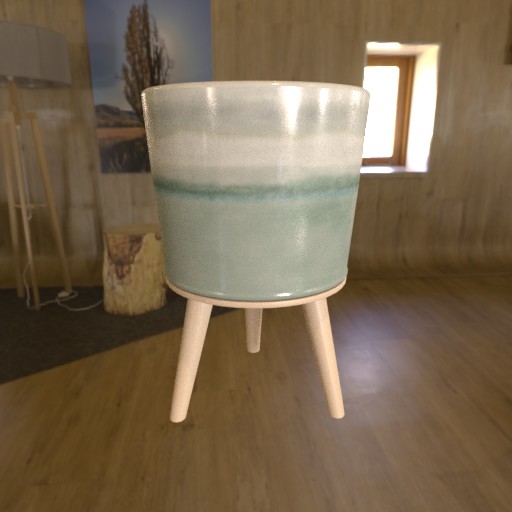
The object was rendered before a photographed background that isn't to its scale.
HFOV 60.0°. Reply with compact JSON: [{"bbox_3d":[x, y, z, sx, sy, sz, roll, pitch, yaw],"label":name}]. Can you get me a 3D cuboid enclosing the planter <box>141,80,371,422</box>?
[{"bbox_3d":[0.000,0.000,0.580,0.265,0.404,0.265,3,16,10],"label":"planter"}]
